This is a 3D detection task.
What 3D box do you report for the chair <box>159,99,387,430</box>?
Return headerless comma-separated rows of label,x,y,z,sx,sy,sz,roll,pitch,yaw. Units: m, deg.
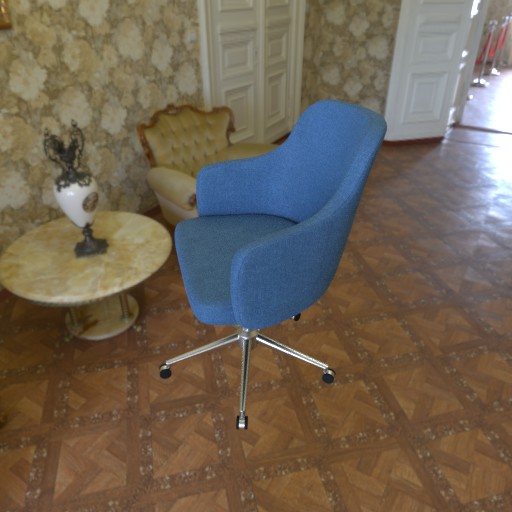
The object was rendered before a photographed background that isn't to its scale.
chair,0.000,0.000,1.324,0.655,0.820,0.599,-8,32,-13
